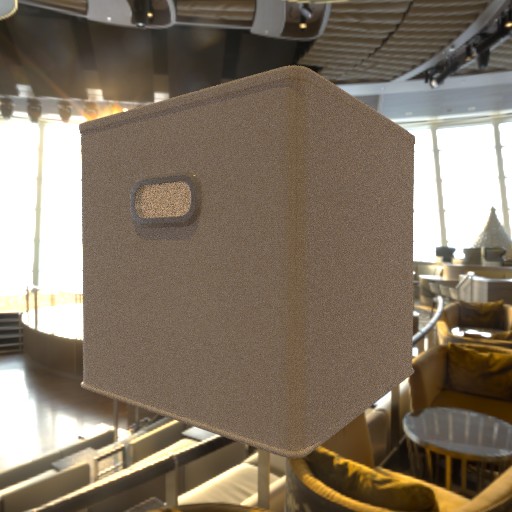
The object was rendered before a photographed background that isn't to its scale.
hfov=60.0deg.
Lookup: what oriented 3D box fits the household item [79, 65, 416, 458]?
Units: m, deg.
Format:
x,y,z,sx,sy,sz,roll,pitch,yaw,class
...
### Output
x,y,z,sx,sy,sz,roll,pitch,yaw,class
0.000,0.000,0.547,0.305,0.305,0.305,1,2,36,household item
